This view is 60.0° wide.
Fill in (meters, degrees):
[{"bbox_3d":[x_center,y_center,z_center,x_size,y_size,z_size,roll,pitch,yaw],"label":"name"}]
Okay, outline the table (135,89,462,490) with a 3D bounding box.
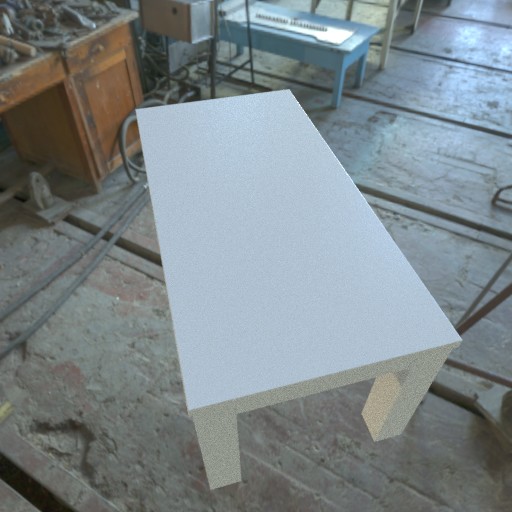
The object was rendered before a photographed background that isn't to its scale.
[{"bbox_3d":[0.000,0.000,2.239,0.900,0.790,1.800,-11,48,-10],"label":"table"}]
